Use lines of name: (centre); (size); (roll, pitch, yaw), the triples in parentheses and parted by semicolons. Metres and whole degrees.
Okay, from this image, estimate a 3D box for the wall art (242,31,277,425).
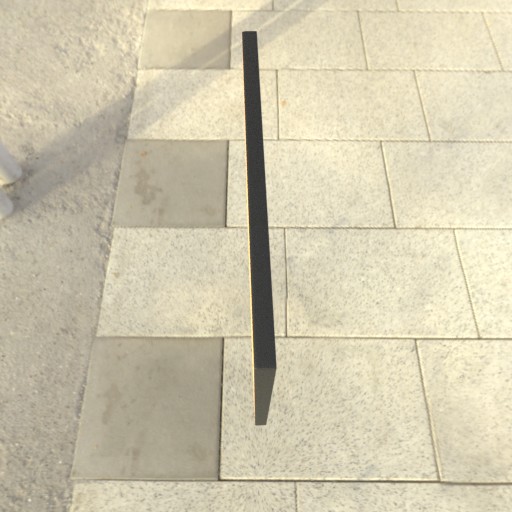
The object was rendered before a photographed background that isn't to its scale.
wall art: (0.000, 0.000, 0.700); (0.022, 0.453, 0.456); (-2, 63, -1)
